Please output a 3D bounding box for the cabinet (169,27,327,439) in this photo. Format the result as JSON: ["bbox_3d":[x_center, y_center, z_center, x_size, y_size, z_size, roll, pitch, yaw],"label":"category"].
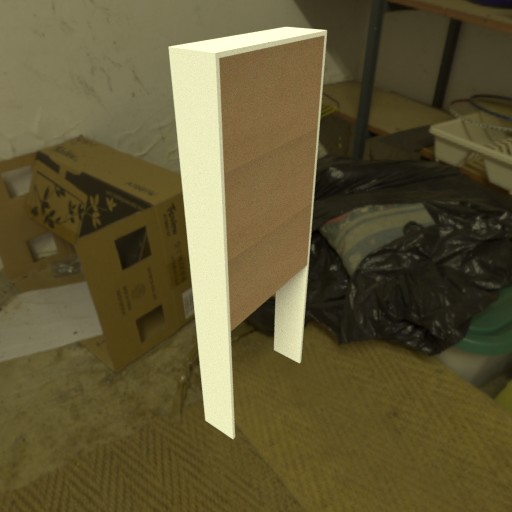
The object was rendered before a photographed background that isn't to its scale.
[{"bbox_3d":[0.000,0.000,1.987,0.192,1.770,0.643,22,39,30],"label":"cabinet"}]
